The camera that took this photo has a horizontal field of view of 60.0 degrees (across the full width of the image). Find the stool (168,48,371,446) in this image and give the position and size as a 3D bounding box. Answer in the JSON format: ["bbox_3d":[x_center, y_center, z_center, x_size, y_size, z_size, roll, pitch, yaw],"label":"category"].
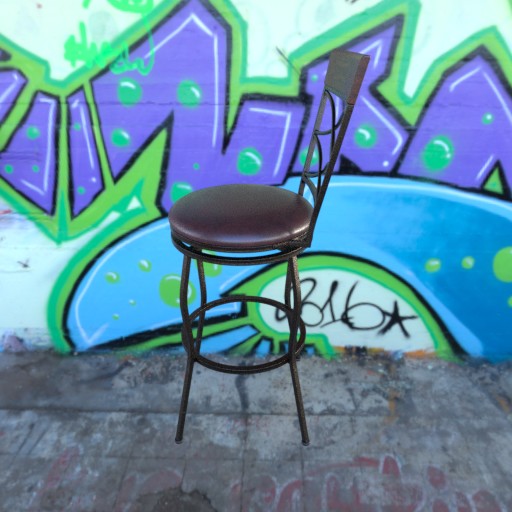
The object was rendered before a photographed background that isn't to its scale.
[{"bbox_3d":[0.000,0.000,1.346,0.513,1.130,0.448,1,27,1],"label":"stool"}]
